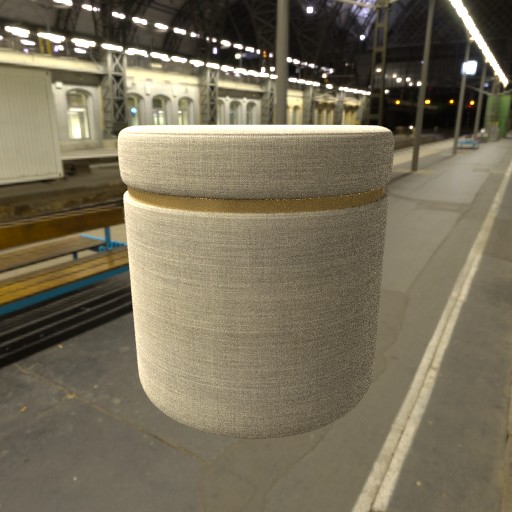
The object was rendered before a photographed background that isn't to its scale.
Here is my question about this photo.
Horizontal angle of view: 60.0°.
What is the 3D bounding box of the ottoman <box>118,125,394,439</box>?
[{"bbox_3d":[0.000,0.000,0.719,0.400,0.406,0.400,0,17,0],"label":"ottoman"}]
